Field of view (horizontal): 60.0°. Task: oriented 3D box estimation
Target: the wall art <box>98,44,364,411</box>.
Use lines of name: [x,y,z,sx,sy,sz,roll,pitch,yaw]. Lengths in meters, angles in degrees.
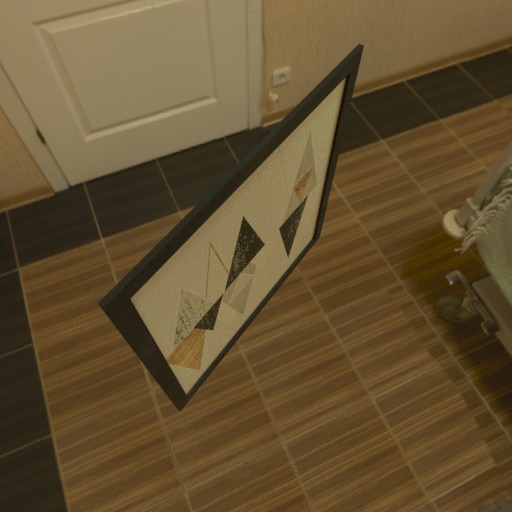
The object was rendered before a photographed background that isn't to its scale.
wall art: [0.000,0.000,1.223,0.013,0.823,0.823,33,65,17]
